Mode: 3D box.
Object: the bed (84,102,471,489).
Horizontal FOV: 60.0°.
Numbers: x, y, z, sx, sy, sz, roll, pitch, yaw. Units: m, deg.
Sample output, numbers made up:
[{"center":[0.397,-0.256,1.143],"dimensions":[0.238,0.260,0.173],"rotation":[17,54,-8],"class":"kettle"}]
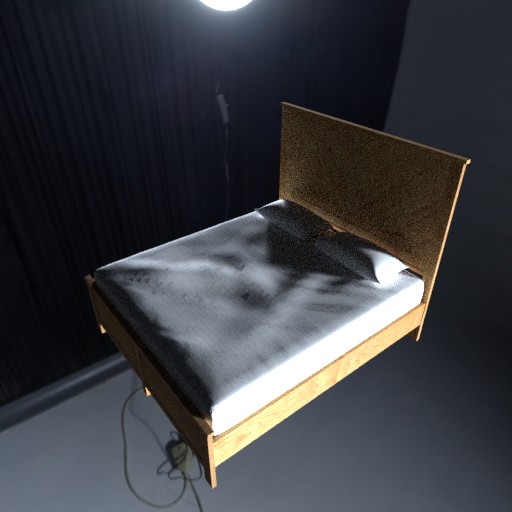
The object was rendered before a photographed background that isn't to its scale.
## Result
[{"center":[0.000,0.000,3.553],"dimensions":[2.201,1.686,1.936],"rotation":[-23,40,-31],"class":"bed"}]
